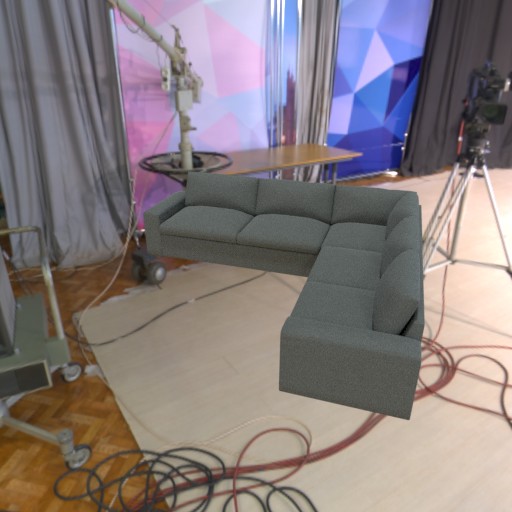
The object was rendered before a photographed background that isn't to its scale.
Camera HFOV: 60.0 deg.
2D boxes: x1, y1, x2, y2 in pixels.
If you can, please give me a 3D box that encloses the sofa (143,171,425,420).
[{"bbox_3d":[0.000,0.000,4.708,3.277,0.965,2.895,8,27,16],"label":"sofa"}]
